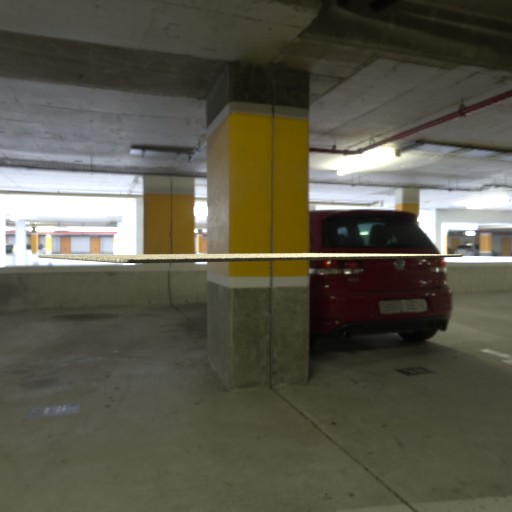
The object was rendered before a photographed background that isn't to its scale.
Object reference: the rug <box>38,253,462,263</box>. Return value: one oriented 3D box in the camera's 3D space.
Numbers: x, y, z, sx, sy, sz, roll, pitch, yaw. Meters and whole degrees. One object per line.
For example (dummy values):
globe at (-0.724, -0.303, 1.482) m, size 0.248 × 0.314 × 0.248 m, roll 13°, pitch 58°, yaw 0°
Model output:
rug at (0.000, 0.000, 2.286) m, size 1.832 × 0.016 × 1.224 m, roll -1°, pitch 1°, yaw -37°
